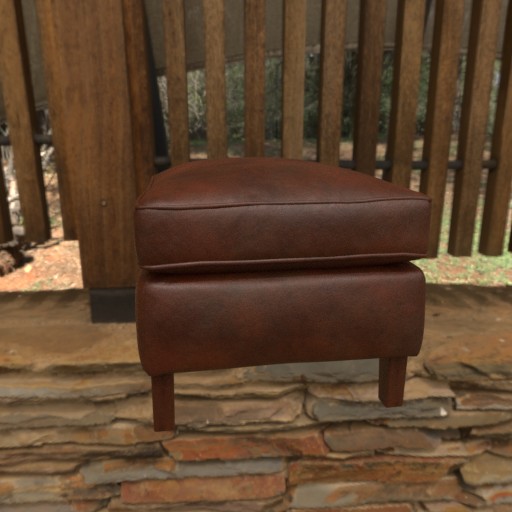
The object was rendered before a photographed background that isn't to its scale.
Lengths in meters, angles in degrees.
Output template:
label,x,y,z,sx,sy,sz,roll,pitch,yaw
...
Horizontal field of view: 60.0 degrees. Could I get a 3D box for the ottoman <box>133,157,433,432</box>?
label,x,y,z,sx,sy,sz,roll,pitch,yaw
ottoman,0.000,0.000,0.997,0.501,0.432,0.665,-2,15,-9
